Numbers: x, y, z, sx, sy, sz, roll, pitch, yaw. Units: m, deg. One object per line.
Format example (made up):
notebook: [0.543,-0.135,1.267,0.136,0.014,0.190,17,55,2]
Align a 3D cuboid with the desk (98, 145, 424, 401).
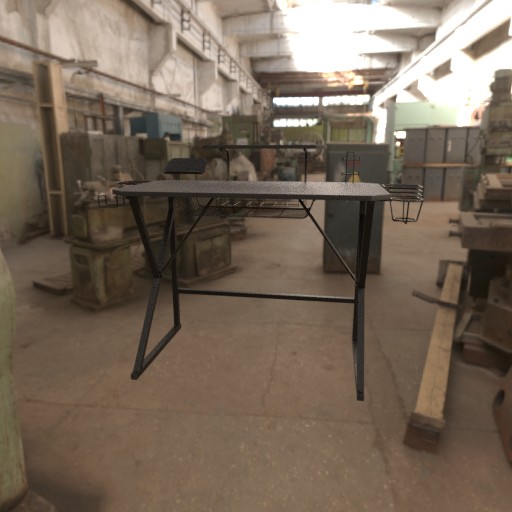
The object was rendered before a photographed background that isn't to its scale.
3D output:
desk: [0.000,0.000,1.808,1.290,0.880,0.580,2,14,10]
